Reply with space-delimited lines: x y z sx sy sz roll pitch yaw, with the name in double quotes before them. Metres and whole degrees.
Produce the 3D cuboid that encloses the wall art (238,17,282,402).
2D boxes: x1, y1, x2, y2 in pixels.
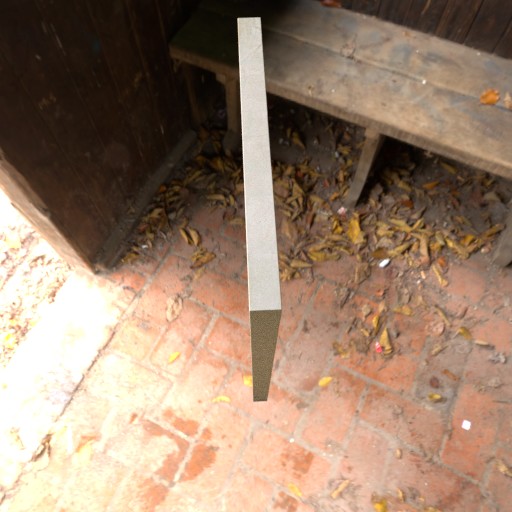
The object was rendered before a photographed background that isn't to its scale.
"wall art" 0.000 0.000 0.967 0.038 0.764 0.508 -2 64 -1
